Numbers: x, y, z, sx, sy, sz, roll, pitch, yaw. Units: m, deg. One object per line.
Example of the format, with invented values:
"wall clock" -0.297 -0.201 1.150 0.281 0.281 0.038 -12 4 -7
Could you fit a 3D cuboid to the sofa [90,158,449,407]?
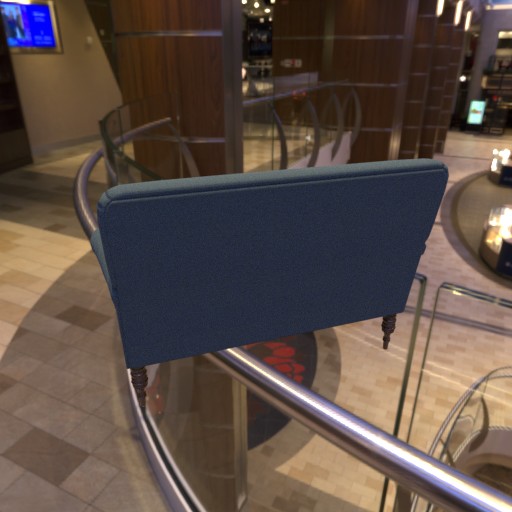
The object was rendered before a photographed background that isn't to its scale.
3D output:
"sofa" 0.000 0.000 1.875 1.297 0.889 0.779 -8 26 -17
